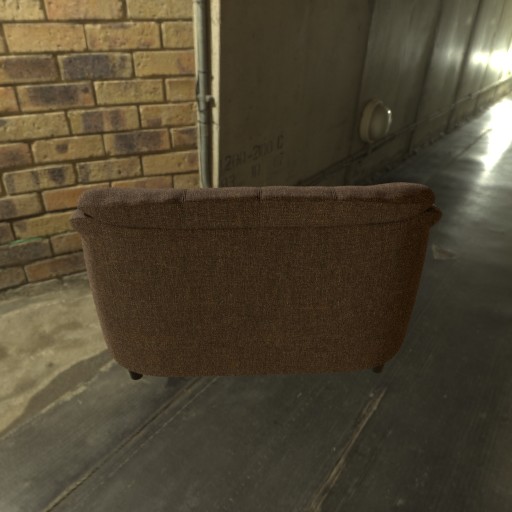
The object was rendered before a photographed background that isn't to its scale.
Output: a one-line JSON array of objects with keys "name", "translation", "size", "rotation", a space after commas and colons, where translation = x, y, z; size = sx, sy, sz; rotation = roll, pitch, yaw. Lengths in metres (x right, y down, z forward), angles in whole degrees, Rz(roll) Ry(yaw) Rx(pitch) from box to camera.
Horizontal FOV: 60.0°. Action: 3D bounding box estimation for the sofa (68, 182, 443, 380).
[{"name": "sofa", "translation": [0.000, 0.000, 1.955], "size": [1.404, 0.895, 0.799], "rotation": [-1, 30, -2]}]
